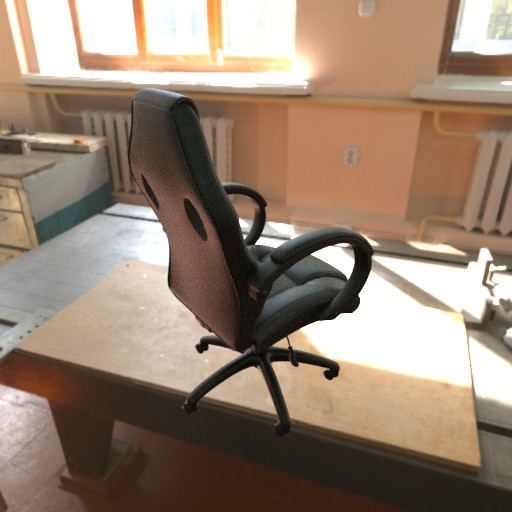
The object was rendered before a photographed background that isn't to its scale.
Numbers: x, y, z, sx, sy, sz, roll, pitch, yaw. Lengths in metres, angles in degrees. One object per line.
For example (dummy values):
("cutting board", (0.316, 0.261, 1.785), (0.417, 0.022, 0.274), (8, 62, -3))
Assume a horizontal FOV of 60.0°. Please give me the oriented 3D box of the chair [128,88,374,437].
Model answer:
("chair", (0.000, 0.000, 1.635), (0.724, 1.187, 0.673), (-18, 31, -32))
